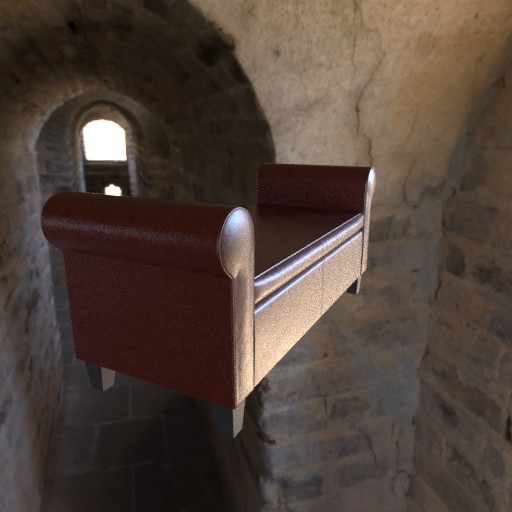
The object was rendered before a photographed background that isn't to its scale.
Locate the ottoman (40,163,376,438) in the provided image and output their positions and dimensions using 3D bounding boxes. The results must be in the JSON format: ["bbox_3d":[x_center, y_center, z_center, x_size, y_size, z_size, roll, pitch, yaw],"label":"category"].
[{"bbox_3d":[0.000,0.000,1.531,0.521,0.547,1.256,8,18,26],"label":"ottoman"}]
